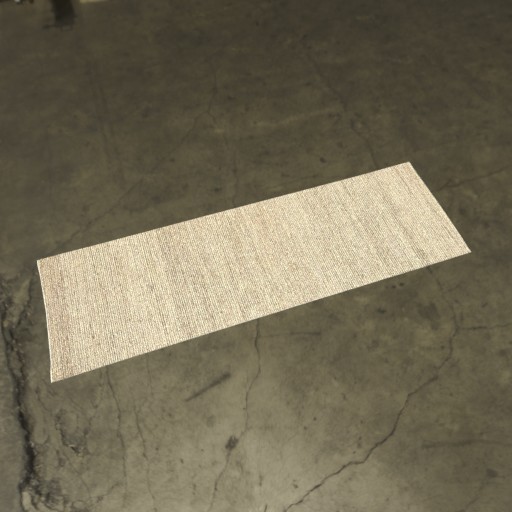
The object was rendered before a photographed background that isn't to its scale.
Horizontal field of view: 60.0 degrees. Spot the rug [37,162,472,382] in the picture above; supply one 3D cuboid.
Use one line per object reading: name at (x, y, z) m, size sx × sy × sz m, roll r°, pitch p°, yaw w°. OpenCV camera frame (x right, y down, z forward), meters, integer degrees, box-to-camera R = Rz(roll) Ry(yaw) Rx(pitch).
rug at (0.000, 0.000, 2.545) m, size 2.390 × 0.014 × 0.741 m, roll -16°, pitch 60°, yaw -9°
